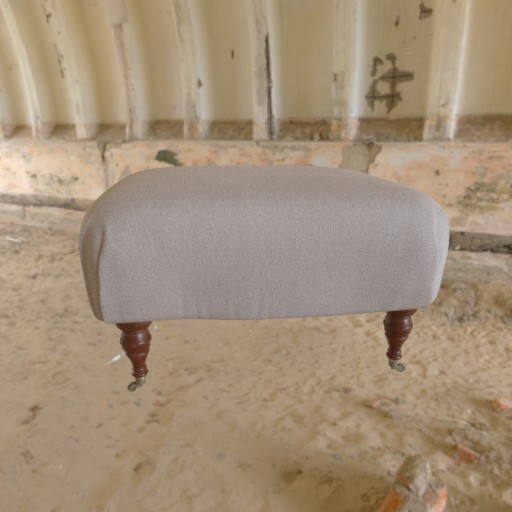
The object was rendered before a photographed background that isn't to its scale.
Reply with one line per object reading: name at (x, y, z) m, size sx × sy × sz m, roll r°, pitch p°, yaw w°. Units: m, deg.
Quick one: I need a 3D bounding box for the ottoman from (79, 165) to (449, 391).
ottoman at (0.000, 0.000, 1.139) m, size 0.746 × 0.450 × 0.622 m, roll -2°, pitch 16°, yaw -7°
